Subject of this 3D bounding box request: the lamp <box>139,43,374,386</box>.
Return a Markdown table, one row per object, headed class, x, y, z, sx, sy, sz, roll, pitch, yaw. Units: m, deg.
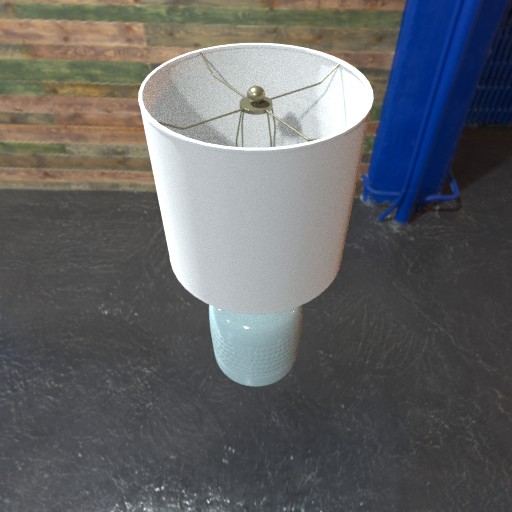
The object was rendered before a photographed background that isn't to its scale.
| class | x | y | z | sx | sy | sz | roll | pitch | yaw |
| --- | --- | --- | --- | --- | --- | --- | --- | --- | --- |
| lamp | 0.000 | 0.000 | 1.110 | 0.418 | 0.871 | 0.418 | 3 | 46 | 3 |
